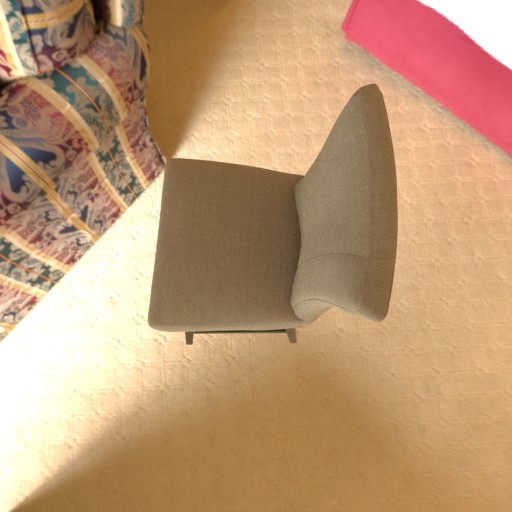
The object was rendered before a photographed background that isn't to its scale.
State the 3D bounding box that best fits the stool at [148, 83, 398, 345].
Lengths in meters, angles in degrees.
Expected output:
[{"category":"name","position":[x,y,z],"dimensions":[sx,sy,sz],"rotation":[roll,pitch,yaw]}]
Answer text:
[{"category":"stool","position":[0.000,0.000,1.393],"dimensions":[0.574,1.086,0.514],"rotation":[3,75,1]}]
